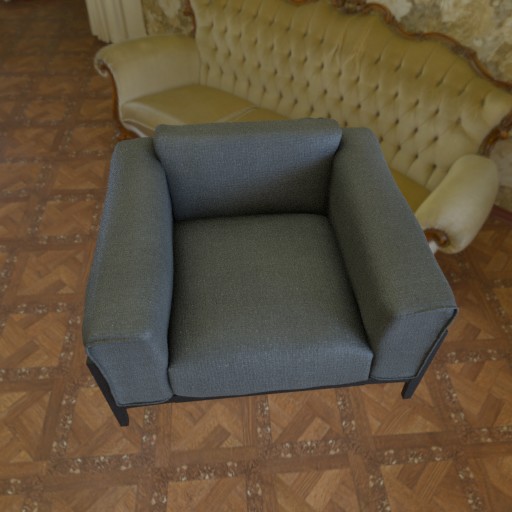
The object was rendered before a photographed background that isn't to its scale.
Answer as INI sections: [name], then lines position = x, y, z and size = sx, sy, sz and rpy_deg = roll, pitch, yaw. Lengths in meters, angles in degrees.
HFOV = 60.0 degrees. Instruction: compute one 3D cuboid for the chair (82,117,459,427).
[chair]
position = 0.000, 0.000, 1.643
size = 1.056, 0.646, 0.969
rpy_deg = -4, 47, -4
